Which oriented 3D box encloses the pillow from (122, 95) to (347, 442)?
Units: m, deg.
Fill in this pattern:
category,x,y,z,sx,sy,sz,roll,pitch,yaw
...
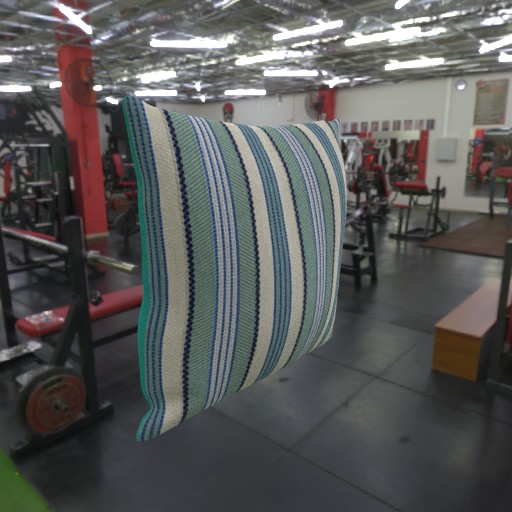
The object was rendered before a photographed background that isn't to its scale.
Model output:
category,x,y,z,sx,sy,sz,roll,pitch,yaw
pillow,0.000,0.000,0.686,0.182,0.441,0.440,13,19,42
